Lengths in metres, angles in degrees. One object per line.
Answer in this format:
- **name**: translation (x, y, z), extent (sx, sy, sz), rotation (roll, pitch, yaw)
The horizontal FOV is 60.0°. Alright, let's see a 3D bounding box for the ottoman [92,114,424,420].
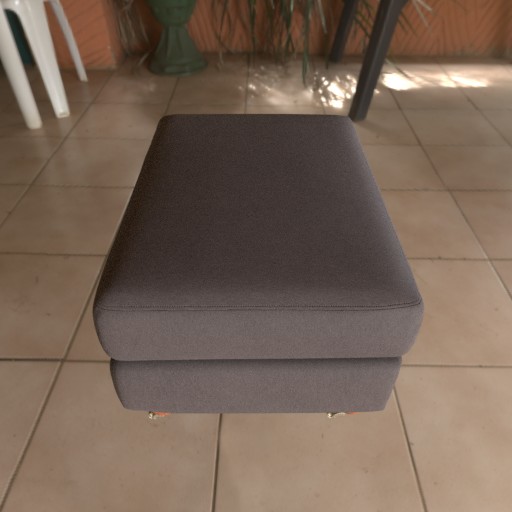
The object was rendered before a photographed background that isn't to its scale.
- **ottoman**: translation (0.000, 0.000, 1.122), extent (0.574, 0.497, 0.773), rotation (0, 41, 0)
